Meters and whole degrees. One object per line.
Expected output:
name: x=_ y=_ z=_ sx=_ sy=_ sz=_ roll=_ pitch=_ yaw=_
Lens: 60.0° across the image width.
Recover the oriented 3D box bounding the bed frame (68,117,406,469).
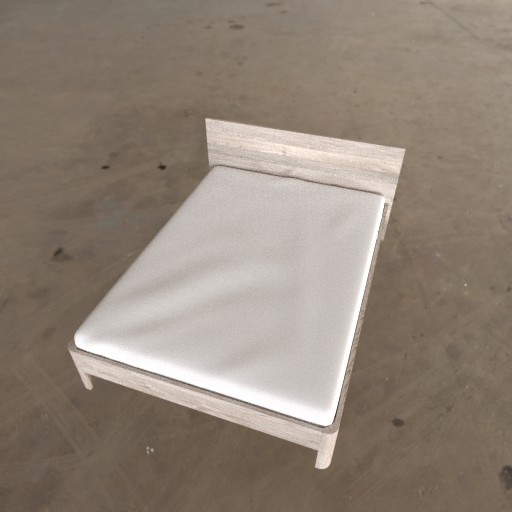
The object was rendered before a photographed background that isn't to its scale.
bed frame: x=0.000 y=0.000 z=2.791 sx=1.490 sy=0.800 sz=1.950 roll=13 pitch=43 yaw=15
